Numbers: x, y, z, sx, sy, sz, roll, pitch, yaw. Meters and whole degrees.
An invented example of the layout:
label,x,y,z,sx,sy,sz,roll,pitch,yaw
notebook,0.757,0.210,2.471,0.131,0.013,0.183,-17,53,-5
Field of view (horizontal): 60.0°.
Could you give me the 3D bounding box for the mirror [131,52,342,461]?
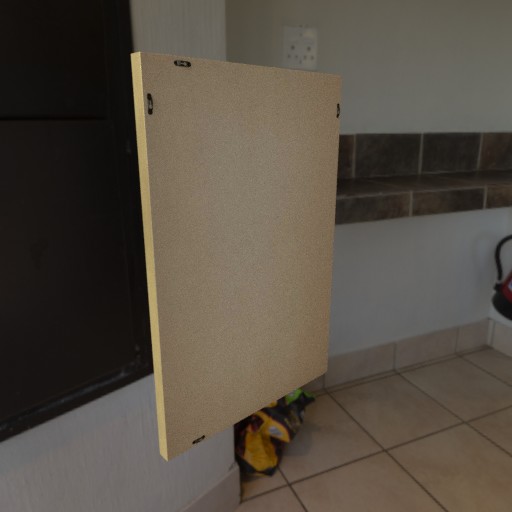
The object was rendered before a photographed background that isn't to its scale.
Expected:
label,x,y,z,sx,sy,sz,roll,pitch,yaw
mirror,0.000,0.000,1.156,0.609,0.915,0.040,-14,22,-40
